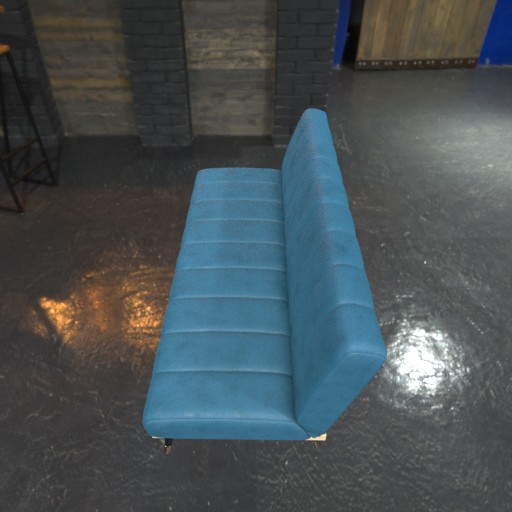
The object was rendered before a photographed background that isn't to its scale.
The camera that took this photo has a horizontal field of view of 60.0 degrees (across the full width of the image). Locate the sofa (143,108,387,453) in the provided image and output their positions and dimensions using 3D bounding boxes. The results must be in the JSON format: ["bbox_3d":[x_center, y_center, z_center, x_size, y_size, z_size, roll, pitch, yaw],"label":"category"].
[{"bbox_3d":[0.000,0.000,2.270,0.830,0.825,1.810,1,41,1],"label":"sofa"}]
